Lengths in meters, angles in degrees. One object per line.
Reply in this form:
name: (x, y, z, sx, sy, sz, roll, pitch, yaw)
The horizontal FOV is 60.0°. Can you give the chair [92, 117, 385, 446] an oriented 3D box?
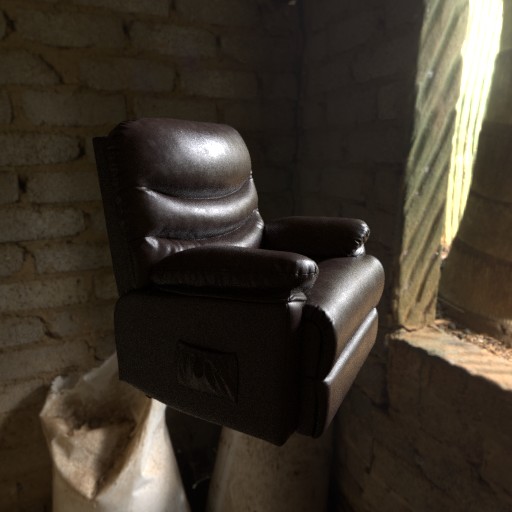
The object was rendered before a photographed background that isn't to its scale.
chair: (0.000, 0.000, 1.749, 0.879, 1.041, 0.940, 7, 15, 26)
